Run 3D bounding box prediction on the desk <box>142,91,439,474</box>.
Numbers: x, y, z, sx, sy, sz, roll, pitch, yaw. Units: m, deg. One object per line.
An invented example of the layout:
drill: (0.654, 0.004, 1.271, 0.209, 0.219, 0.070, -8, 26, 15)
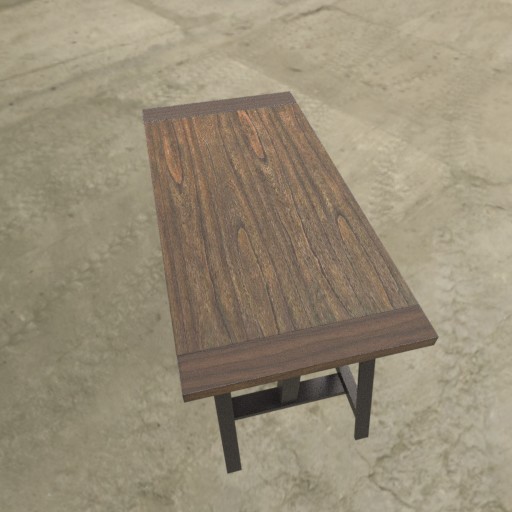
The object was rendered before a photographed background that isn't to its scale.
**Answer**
desk: (0.000, 0.000, 2.018, 0.784, 0.725, 1.543, -10, 49, -9)
